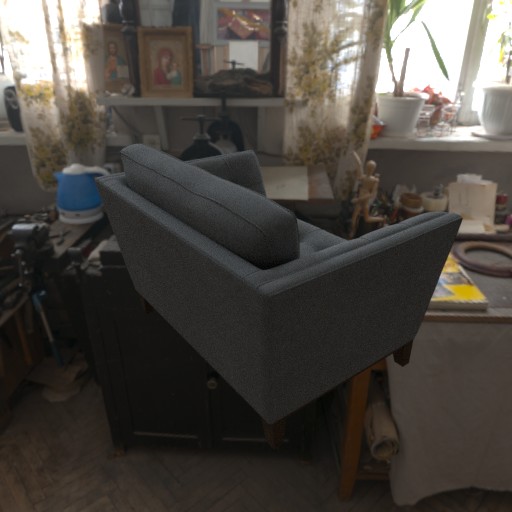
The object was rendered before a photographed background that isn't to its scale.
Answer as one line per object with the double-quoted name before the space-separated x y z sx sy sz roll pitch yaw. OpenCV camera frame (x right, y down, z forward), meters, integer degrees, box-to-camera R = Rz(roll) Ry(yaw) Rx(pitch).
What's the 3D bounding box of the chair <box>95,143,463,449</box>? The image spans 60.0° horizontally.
"chair" 0.000 0.000 2.081 0.965 0.942 1.396 -18 32 -33
